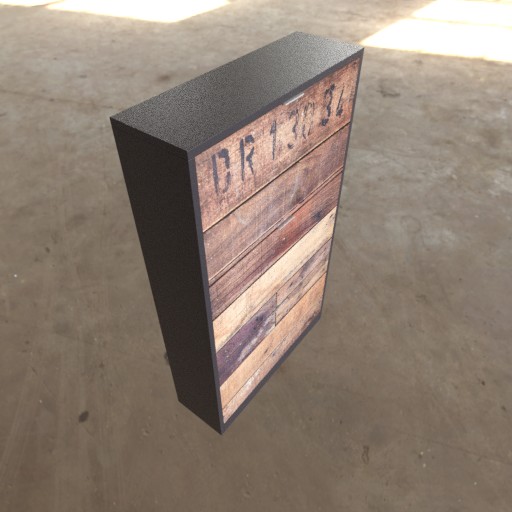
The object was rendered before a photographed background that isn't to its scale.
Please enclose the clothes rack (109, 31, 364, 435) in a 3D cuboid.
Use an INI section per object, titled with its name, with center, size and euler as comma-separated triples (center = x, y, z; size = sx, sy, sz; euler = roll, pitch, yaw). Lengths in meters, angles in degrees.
[clothes rack]
center = 0.000, 0.000, 1.592
size = 0.250, 1.280, 0.750
euler = 28, 50, 26
